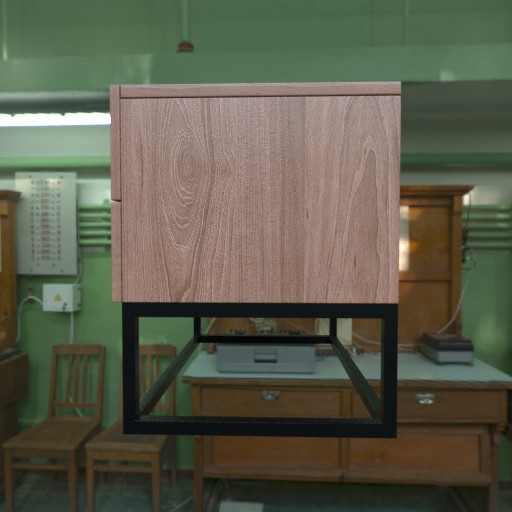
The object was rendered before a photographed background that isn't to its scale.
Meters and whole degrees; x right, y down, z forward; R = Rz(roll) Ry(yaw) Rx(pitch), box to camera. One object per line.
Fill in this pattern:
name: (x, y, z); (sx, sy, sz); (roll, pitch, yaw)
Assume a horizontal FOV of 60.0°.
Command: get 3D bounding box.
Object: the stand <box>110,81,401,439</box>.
stand: (0.000, 0.000, 0.923); (0.420, 0.500, 0.600); (0, 2, 2)
